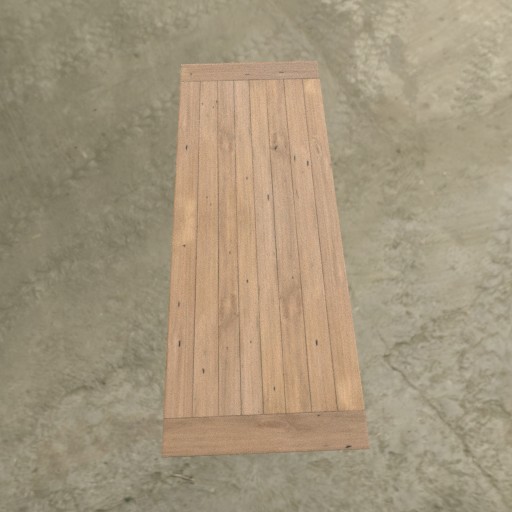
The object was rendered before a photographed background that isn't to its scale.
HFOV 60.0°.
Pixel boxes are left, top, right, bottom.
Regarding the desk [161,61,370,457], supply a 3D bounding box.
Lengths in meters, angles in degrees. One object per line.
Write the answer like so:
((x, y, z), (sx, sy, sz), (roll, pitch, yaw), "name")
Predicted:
((0.000, 0.000, 2.192), (0.688, 0.760, 1.803), (-2, 64, -1), "desk")
